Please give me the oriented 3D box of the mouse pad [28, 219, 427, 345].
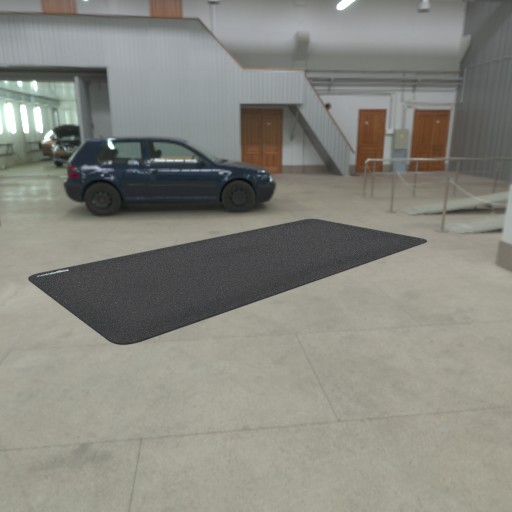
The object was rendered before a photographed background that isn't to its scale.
[{"bbox_3d":[0.000,0.000,1.056,0.907,0.003,0.424,-14,21,-41],"label":"mouse pad"}]
